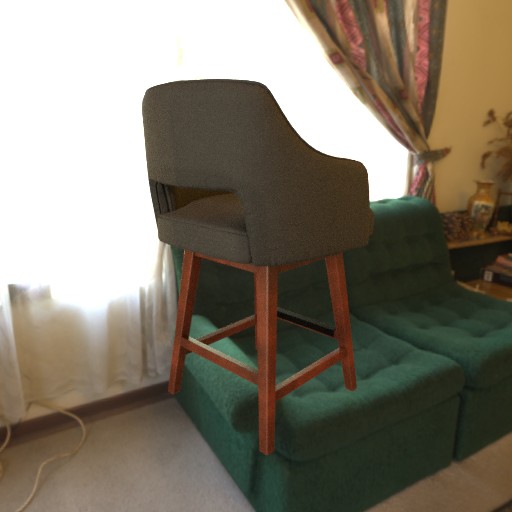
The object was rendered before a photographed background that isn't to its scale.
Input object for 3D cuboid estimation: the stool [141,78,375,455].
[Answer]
[{"bbox_3d":[0.000,0.000,1.290,0.548,0.912,0.558,14,21,42],"label":"stool"}]
